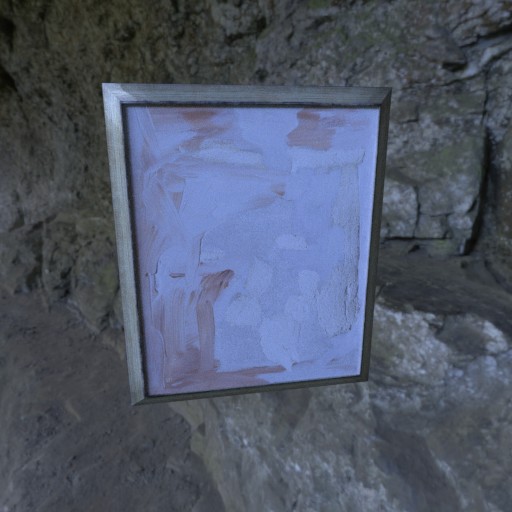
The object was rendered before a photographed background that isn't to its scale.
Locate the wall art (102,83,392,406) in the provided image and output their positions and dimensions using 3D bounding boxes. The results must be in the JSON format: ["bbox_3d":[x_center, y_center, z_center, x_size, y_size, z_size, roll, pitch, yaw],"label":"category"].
[{"bbox_3d":[0.000,0.000,0.632,0.381,0.457,0.023,-3,17,-10],"label":"wall art"}]
